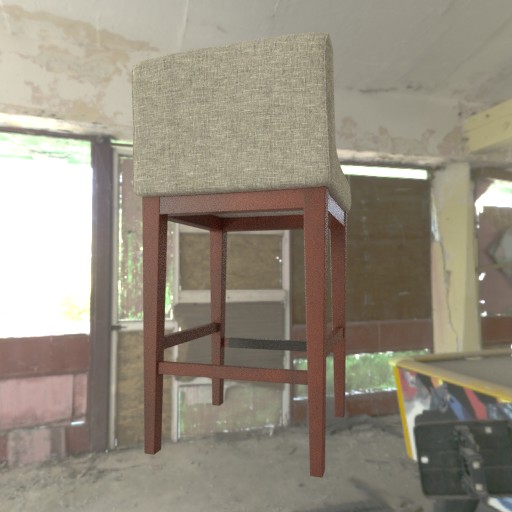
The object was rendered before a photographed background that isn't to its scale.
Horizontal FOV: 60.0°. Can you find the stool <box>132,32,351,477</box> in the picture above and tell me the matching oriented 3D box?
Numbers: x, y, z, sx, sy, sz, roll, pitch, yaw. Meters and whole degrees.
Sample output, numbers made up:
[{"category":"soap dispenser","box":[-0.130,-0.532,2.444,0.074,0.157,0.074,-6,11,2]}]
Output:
[{"category":"stool","box":[0.000,0.000,1.063,0.417,0.835,0.459,-1,-3,17]}]
